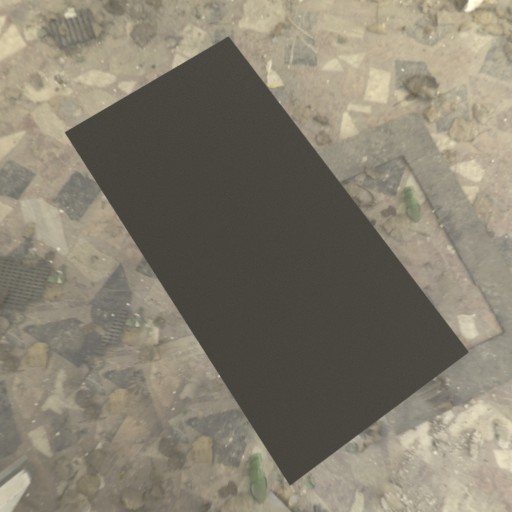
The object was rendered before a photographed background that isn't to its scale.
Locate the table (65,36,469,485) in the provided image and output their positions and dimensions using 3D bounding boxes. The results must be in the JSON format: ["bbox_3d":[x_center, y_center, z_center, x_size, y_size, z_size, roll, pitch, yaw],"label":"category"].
[{"bbox_3d":[0.000,0.000,1.346,0.523,0.470,1.044,-34,80,-7],"label":"table"}]
